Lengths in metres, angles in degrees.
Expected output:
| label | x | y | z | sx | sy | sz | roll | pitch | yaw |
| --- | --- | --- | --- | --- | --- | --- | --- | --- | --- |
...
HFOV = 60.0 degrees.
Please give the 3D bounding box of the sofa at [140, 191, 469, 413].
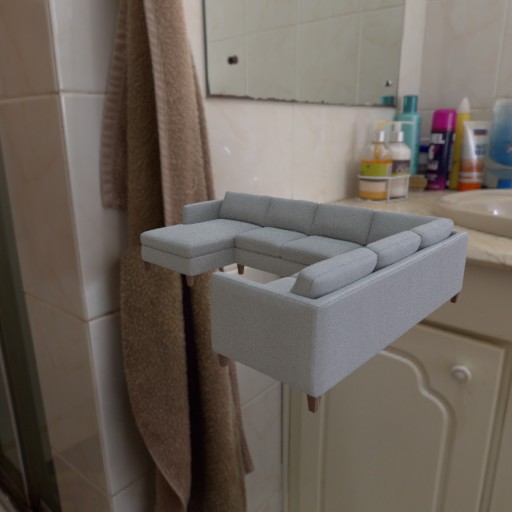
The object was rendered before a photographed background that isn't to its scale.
| label | x | y | z | sx | sy | sz | roll | pitch | yaw |
| --- | --- | --- | --- | --- | --- | --- | --- | --- | --- |
| sofa | 0.000 | 0.000 | 4.418 | 3.238 | 0.853 | 2.551 | 14 | 21 | 40 |
